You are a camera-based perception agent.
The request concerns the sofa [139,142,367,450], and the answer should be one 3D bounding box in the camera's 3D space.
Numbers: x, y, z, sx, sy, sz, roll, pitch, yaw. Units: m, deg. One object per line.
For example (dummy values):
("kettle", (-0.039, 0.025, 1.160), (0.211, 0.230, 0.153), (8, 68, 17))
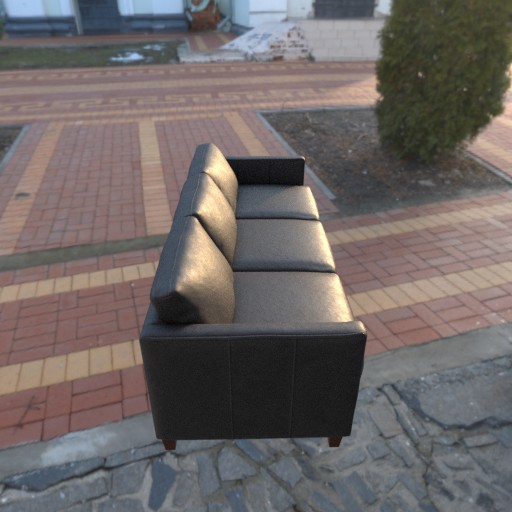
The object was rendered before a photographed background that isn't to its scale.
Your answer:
("sofa", (0.000, 0.000, 3.071), (1.045, 1.006, 2.464), (-1, 30, -1))
